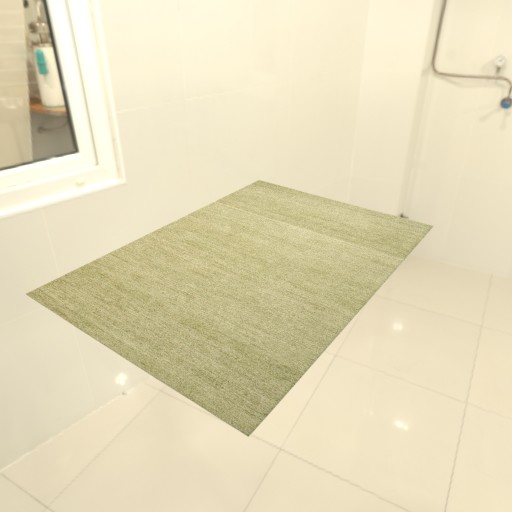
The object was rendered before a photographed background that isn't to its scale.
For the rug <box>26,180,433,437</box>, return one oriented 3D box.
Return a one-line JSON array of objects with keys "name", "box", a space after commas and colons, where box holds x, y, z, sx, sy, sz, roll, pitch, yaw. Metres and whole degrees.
[{"name": "rug", "box": [0.000, 0.000, 2.915, 1.606, 0.017, 2.270, 20, 36, 31]}]
